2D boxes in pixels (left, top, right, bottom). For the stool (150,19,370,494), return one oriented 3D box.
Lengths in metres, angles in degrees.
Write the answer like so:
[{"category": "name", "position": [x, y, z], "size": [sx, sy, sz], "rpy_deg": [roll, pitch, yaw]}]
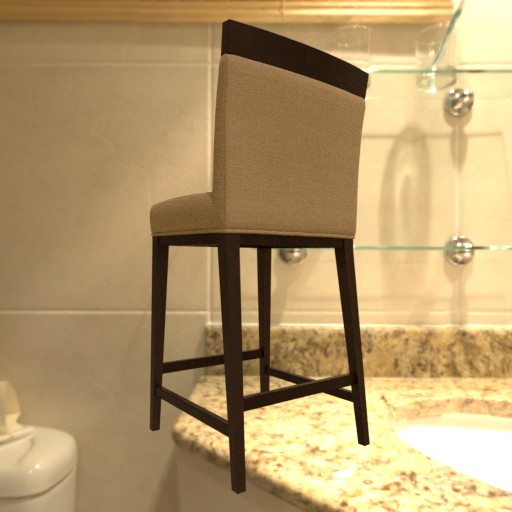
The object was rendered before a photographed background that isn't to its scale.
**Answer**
[{"category": "stool", "position": [0.000, 0.000, 1.374], "size": [0.511, 1.117, 0.531], "rpy_deg": [1, -1, -37]}]
